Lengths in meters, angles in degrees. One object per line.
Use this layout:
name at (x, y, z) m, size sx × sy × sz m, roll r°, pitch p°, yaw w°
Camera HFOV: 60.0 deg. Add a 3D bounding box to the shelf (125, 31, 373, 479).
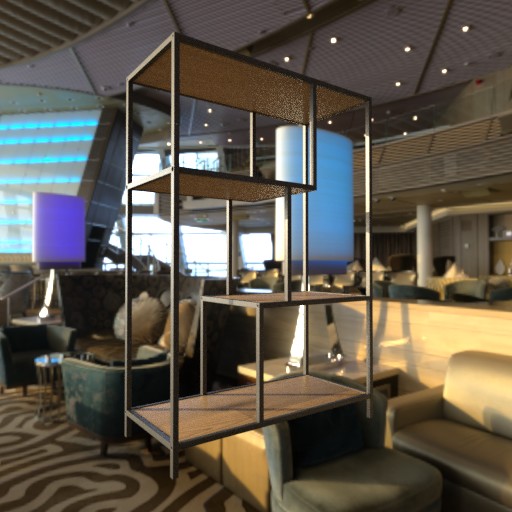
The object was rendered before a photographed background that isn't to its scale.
shelf at (0.000, 0.000, 1.492) m, size 0.770 × 1.138 × 0.350 m, roll 1°, pitch -1°, yaw -36°
